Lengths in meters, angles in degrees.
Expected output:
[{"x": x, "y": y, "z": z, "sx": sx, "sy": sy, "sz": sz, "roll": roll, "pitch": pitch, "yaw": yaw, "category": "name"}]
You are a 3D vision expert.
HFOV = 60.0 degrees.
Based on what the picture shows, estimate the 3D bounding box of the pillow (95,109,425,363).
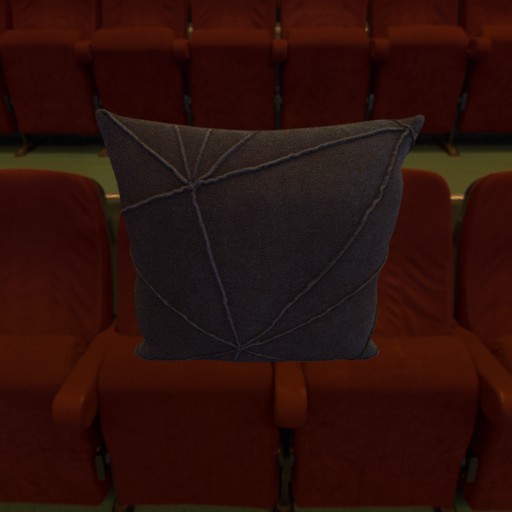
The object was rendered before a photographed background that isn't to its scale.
[{"x": 0.000, "y": 0.000, "z": 0.683, "sx": 0.439, "sy": 0.440, "sz": 0.183, "roll": 0, "pitch": 31, "yaw": 0, "category": "pillow"}]
